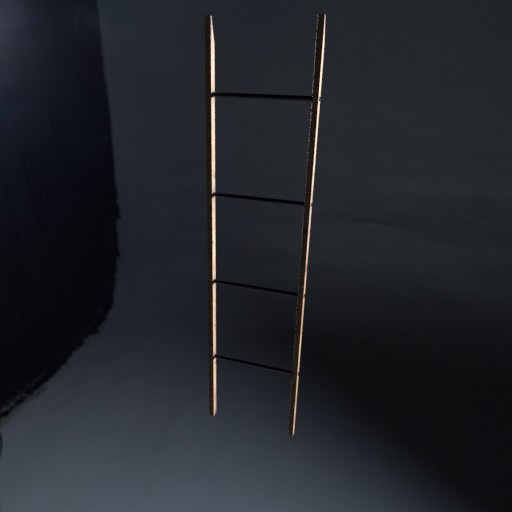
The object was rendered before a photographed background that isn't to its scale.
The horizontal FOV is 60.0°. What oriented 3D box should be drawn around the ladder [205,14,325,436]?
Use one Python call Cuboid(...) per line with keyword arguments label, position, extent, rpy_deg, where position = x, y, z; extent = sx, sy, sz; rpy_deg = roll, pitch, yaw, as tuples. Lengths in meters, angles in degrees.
Cuboid(label="ladder", position=(0.000, 0.000, 1.884), extent=(0.442, 1.805, 0.200), rpy_deg=(8, 28, 16))
